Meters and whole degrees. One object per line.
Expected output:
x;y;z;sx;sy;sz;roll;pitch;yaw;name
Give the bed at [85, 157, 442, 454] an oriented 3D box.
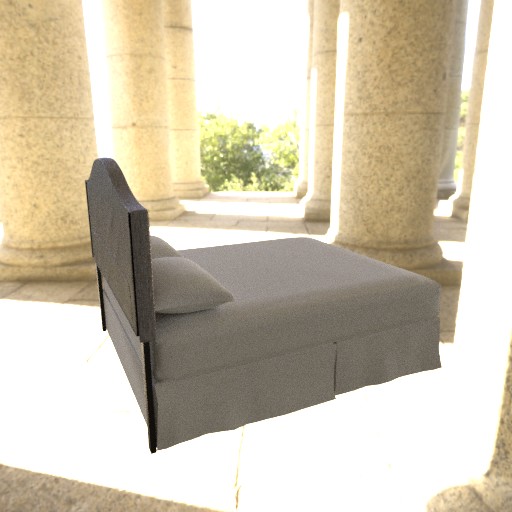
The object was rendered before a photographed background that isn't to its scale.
0.000;0.000;2.915;1.870;1.295;1.610;-7;16;-26;bed
